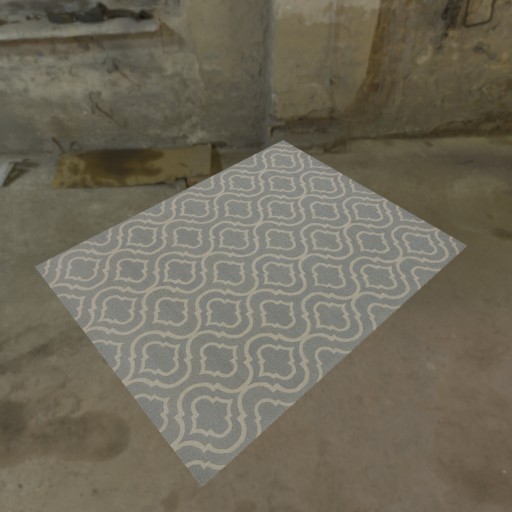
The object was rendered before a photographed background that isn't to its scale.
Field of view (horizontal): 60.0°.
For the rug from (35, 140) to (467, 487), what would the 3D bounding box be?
[{"bbox_3d":[0.000,0.000,3.776,2.892,0.006,2.283,-33,55,-28],"label":"rug"}]
